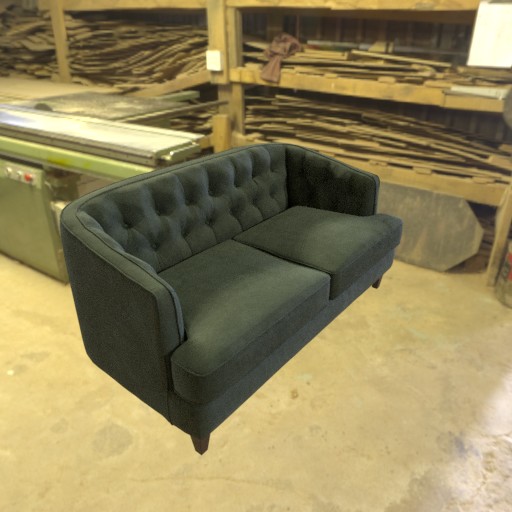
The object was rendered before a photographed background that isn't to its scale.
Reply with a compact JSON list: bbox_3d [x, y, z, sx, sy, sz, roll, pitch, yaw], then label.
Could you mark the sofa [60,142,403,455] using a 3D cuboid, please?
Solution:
[{"bbox_3d":[0.000,0.000,2.290,0.941,0.855,1.733,20,33,34],"label":"sofa"}]
